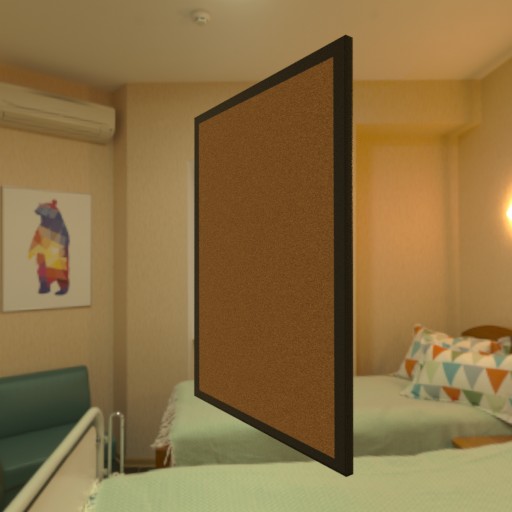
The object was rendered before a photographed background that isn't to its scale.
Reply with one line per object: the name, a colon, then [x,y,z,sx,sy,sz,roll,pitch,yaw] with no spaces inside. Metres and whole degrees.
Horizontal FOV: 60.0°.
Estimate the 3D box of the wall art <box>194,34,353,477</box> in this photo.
wall art: [0.000,0.000,0.857,0.016,0.657,0.480,0,0,-36]
